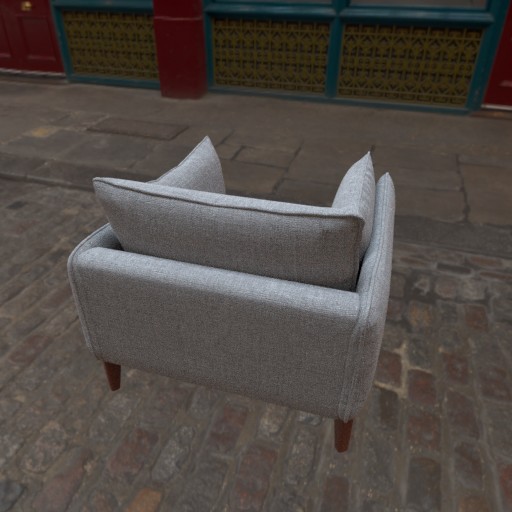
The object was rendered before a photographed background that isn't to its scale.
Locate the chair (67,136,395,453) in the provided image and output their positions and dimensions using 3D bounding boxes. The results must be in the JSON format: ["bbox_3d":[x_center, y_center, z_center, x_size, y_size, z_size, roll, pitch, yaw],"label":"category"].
[{"bbox_3d":[0.000,0.000,1.702,0.993,0.839,0.976,9,34,15],"label":"chair"}]
